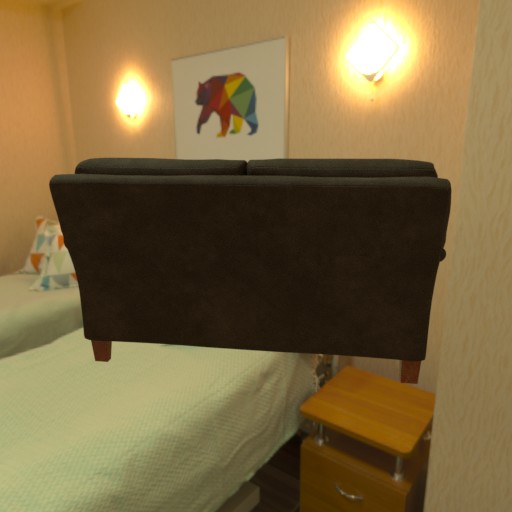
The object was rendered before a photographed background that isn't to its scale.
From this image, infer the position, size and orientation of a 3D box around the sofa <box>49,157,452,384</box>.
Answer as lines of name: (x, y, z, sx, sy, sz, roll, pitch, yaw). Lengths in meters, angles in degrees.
sofa: (0.000, 0.000, 2.523, 1.853, 1.101, 1.084, 2, 14, 8)
